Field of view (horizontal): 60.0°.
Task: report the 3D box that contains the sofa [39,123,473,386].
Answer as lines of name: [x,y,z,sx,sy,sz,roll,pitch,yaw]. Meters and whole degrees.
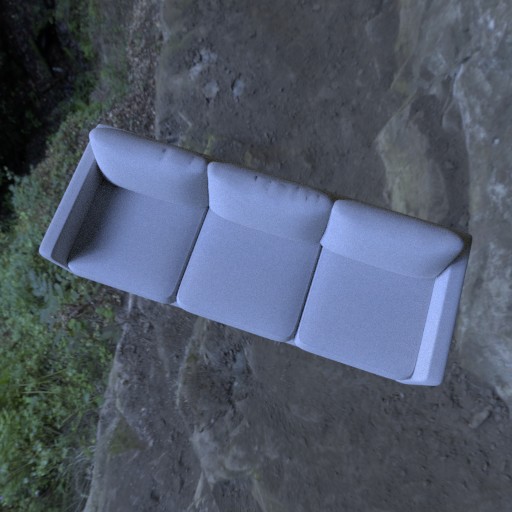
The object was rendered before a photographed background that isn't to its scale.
sofa: [0.000,0.000,2.601,2.218,0.874,0.859,18,76,5]
